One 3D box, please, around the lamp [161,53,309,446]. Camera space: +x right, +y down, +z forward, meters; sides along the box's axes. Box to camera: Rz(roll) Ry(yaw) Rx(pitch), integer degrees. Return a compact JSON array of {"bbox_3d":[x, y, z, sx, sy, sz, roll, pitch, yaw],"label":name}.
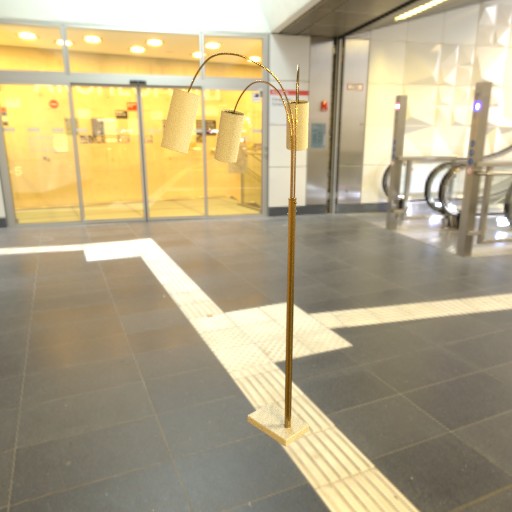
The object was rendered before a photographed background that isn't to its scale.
[{"bbox_3d":[0.000,0.000,2.513,1.020,2.055,0.667,-14,20,-42],"label":"lamp"}]
